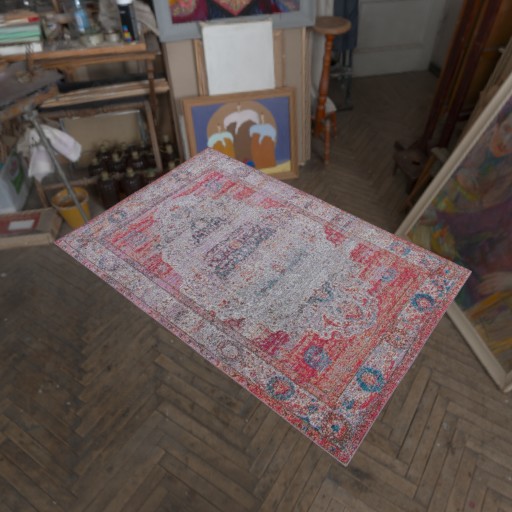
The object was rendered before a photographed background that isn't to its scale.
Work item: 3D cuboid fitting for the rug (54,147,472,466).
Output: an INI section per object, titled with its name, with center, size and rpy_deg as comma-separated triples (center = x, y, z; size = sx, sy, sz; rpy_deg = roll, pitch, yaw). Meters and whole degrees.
[rug]
center = 0.000, 0.000, 2.316
size = 1.829, 0.006, 1.219
rpy_deg = 30, 53, 26
